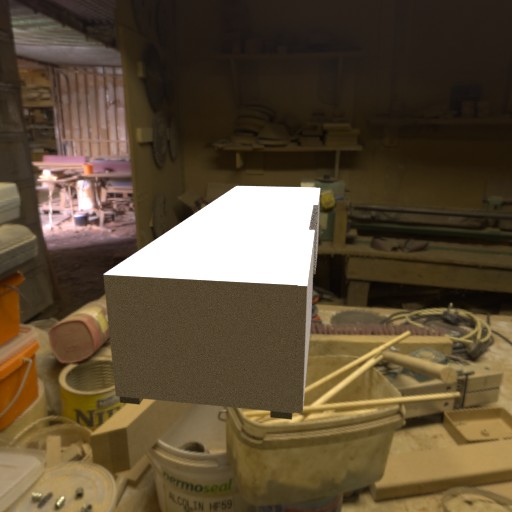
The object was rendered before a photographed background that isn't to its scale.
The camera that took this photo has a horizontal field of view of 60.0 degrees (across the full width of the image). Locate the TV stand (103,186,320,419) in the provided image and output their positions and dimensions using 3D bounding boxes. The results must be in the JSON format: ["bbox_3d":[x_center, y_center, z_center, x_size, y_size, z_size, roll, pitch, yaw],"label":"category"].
[{"bbox_3d":[0.000,0.000,1.593,0.420,0.310,1.400,3,17,9],"label":"TV stand"}]
